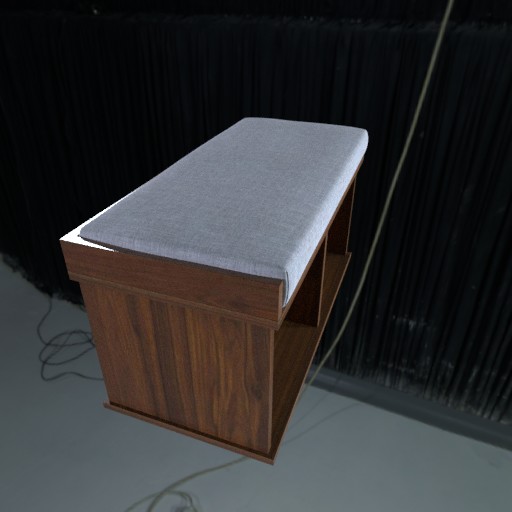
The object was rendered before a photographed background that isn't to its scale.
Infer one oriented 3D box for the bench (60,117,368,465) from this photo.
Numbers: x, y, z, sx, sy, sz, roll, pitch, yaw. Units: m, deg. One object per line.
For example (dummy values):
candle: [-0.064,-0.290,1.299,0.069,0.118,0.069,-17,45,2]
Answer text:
bench: [0.000,0.000,1.016,0.362,0.461,0.734,11,33,17]
